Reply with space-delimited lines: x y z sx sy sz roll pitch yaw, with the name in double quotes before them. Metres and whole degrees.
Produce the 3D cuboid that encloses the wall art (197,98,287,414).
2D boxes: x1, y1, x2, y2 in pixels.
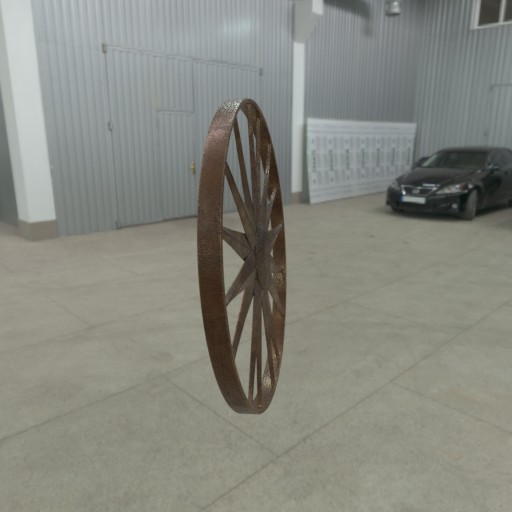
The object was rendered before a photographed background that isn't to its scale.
"wall art" 0.000 0.000 0.865 0.084 0.583 0.582 3 15 11
